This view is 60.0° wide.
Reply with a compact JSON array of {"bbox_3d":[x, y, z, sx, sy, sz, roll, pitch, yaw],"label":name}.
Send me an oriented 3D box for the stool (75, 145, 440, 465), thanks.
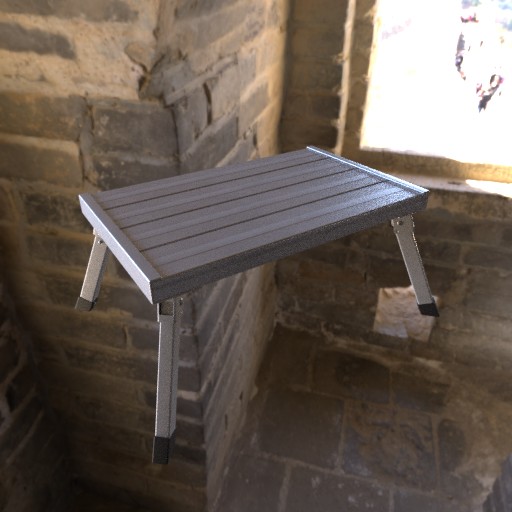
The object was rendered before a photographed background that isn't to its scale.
[{"bbox_3d":[0.000,0.000,0.730,0.535,0.225,0.385,-19,35,-28],"label":"stool"}]
